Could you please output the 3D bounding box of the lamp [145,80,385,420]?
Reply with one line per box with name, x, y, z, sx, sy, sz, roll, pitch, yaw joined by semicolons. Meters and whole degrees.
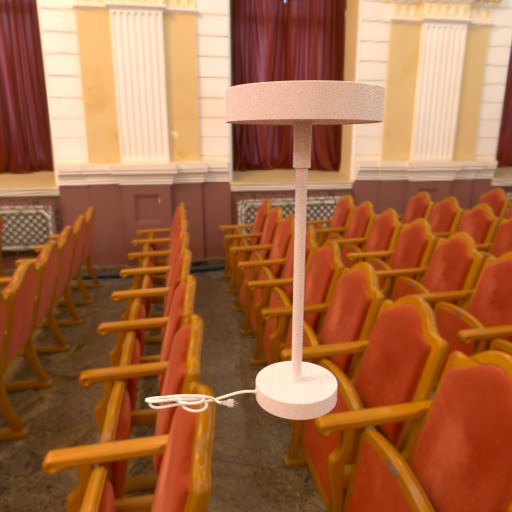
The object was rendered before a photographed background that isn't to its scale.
lamp;0.000;0.000;0.695;0.369;0.508;0.229;-2;15;-9
